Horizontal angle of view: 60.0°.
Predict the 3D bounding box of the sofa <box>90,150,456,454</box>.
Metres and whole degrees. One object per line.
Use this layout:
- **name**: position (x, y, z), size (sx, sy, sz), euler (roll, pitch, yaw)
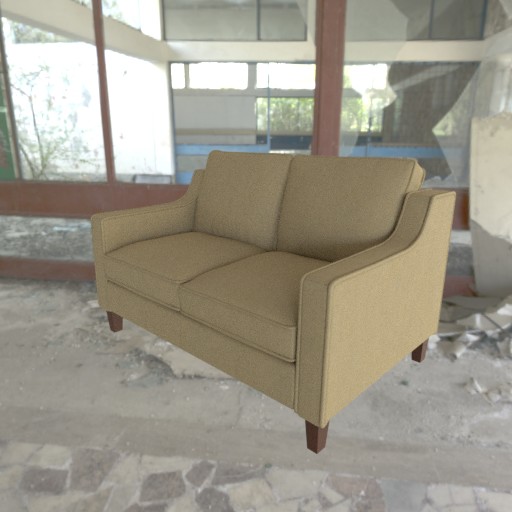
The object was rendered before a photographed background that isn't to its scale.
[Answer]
- **sofa**: position (0.000, 0.000, 2.187), size (1.501, 0.971, 0.987), euler (15, 23, 41)
